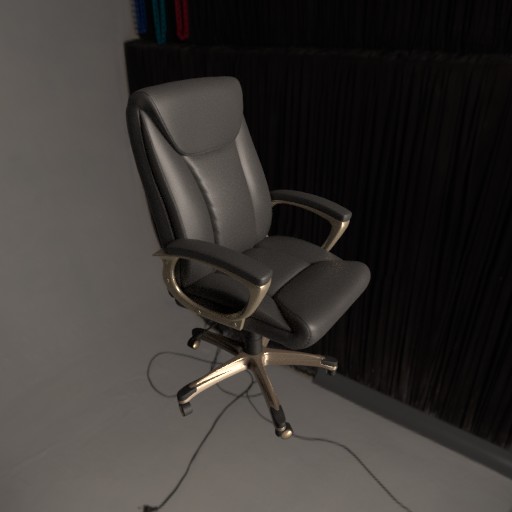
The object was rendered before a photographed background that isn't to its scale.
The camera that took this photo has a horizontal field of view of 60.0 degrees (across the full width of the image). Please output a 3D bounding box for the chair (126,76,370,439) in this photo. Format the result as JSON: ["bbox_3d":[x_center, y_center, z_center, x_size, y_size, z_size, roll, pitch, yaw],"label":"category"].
[{"bbox_3d":[0.000,0.000,1.642,0.748,1.188,0.694,18,33,30],"label":"chair"}]
